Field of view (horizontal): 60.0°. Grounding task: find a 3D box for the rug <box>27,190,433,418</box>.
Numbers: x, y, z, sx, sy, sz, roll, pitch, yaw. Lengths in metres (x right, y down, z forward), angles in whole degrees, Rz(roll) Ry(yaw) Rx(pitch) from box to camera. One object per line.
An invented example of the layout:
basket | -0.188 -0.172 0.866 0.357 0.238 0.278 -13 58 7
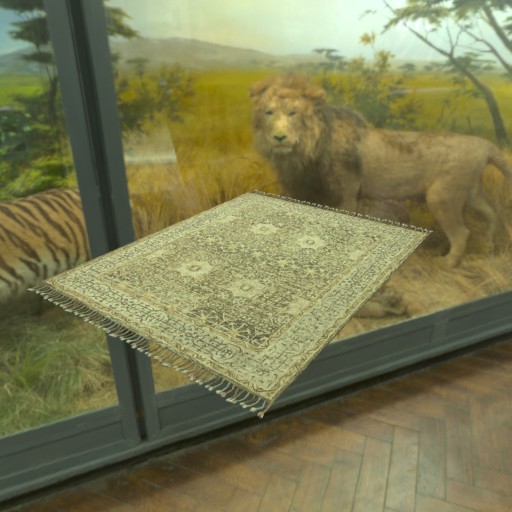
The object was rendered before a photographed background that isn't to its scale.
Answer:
rug | 0.000 0.000 4.307 2.431 0.017 3.291 18 32 32
